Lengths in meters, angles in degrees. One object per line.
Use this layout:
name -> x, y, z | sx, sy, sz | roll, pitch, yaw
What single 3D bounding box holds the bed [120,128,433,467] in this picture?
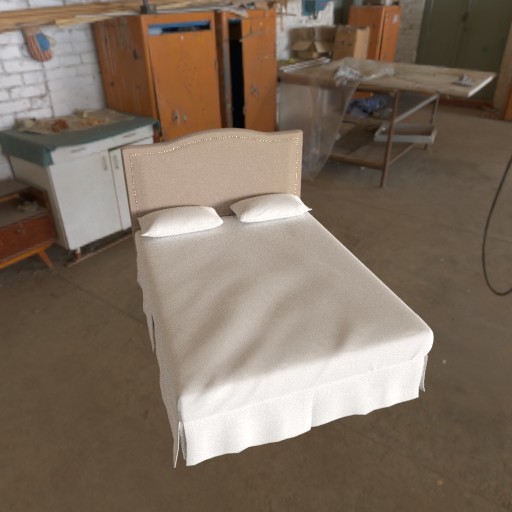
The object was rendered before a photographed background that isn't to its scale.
bed -> 0.000, 0.000, 3.476 | 1.821, 1.436, 2.282 | -10, 32, -17
